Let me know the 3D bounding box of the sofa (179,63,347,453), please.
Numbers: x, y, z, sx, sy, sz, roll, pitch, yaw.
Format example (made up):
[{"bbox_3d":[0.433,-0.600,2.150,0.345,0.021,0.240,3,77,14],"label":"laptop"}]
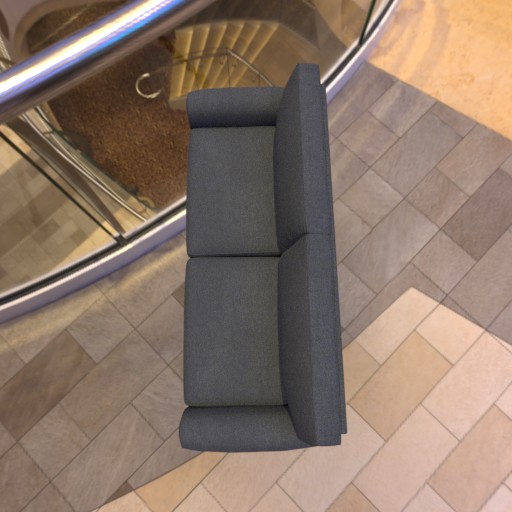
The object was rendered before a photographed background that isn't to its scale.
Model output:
[{"bbox_3d":[0.000,0.000,2.946,0.954,1.026,2.391,-1,76,0],"label":"sofa"}]
